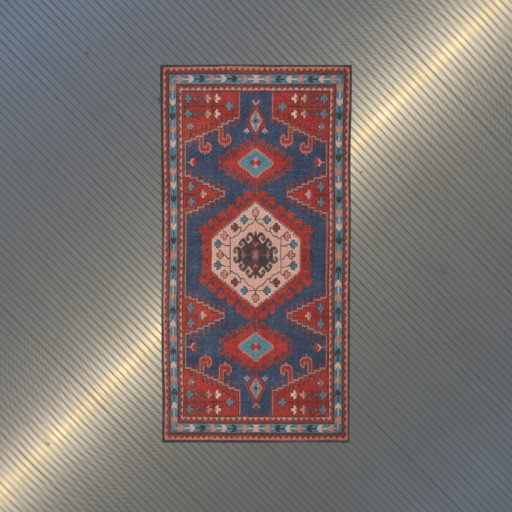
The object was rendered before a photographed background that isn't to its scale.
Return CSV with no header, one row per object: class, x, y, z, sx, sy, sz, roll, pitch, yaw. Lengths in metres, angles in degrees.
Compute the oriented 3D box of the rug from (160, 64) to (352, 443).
rug,0.000,0.000,3.548,1.522,0.034,3.032,0,92,0
